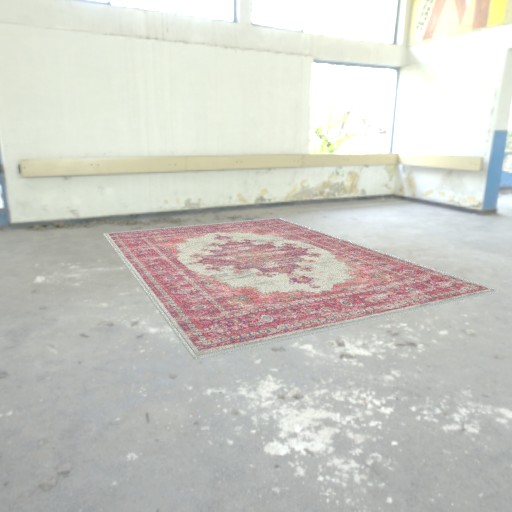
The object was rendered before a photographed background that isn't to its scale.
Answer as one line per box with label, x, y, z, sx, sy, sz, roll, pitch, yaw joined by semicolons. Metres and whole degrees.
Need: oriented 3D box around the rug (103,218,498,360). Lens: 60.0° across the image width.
rug;0.000;0.000;2.196;1.217;0.011;1.747;-7;17;-25
